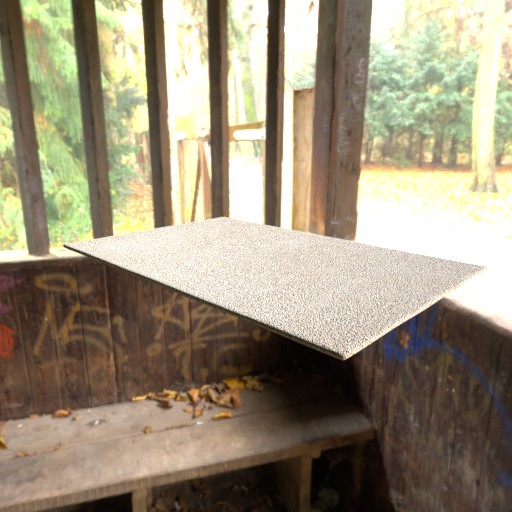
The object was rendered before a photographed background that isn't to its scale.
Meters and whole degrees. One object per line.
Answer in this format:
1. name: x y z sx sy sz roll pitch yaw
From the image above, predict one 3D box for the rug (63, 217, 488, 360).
1. rug: 0.000 0.000 3.359 2.743 0.030 1.778 15 21 42
